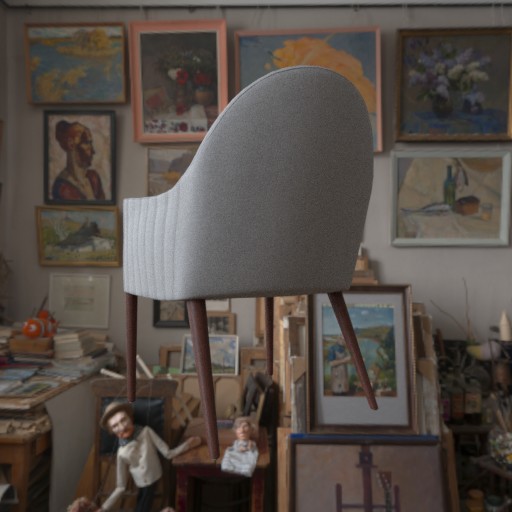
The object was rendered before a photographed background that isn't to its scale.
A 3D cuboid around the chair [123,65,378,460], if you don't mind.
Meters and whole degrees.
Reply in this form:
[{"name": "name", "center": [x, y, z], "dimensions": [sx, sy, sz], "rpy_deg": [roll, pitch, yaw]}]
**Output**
[{"name": "chair", "center": [0.000, 0.000, 1.297], "dimensions": [0.610, 0.889, 0.620], "rpy_deg": [1, -1, -37]}]
